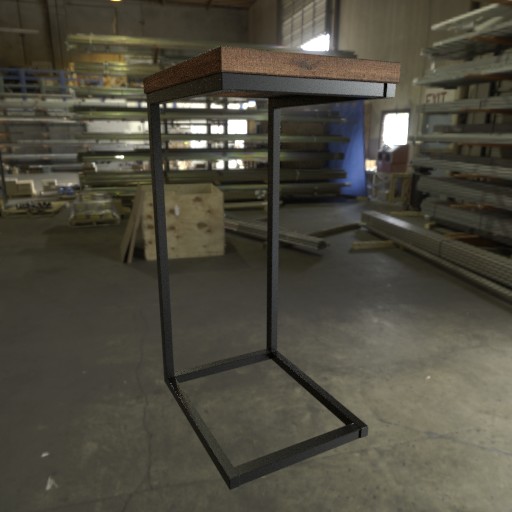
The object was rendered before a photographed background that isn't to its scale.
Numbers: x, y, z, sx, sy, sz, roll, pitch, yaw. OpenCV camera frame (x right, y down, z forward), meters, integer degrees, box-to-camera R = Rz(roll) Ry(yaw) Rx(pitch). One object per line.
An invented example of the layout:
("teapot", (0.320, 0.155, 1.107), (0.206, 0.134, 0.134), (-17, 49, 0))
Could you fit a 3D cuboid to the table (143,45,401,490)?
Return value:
("table", (0.000, 0.000, 0.926), (0.323, 0.718, 0.414), (-8, 18, -26))
